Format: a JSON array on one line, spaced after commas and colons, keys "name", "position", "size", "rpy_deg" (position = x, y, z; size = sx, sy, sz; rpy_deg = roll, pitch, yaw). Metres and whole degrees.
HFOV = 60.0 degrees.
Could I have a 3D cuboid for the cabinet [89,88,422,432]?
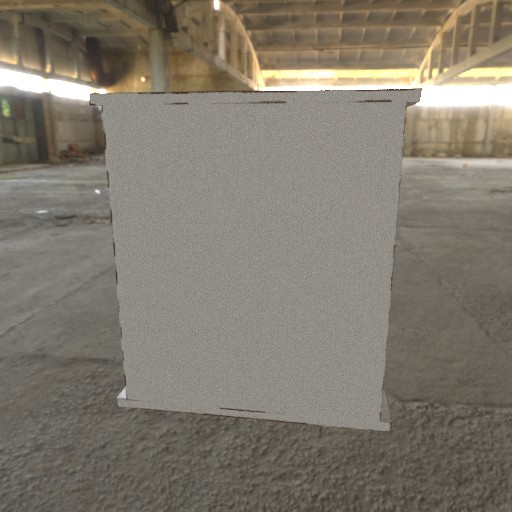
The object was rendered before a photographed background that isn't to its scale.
[{"name": "cabinet", "position": [0.000, 0.000, 0.887], "size": [0.541, 0.603, 0.210], "rpy_deg": [2, 15, 8]}]
